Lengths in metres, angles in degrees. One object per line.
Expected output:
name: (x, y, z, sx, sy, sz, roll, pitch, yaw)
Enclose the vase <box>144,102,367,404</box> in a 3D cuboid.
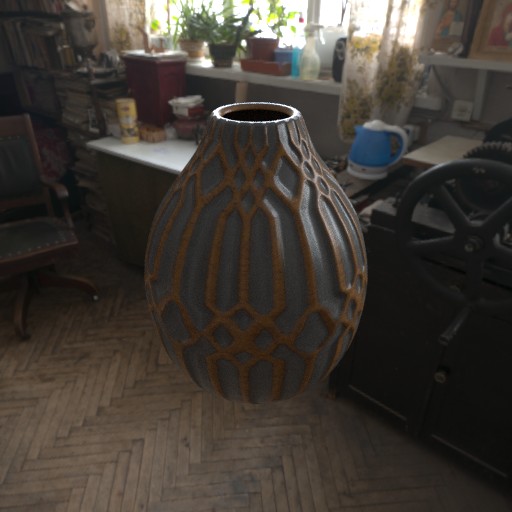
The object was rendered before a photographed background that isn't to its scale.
vase: (0.000, 0.000, 0.138, 0.069, 0.088, 0.069, 0, 31, 0)
